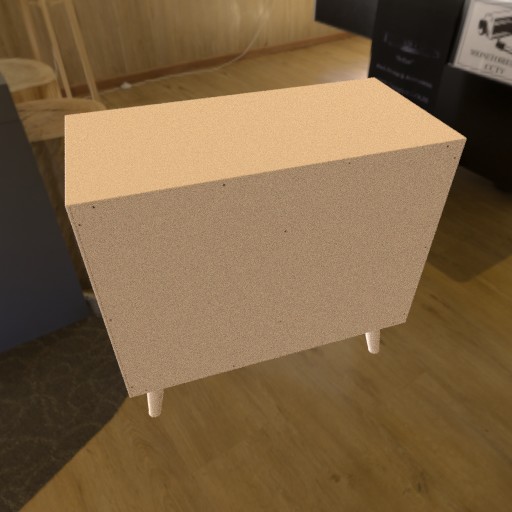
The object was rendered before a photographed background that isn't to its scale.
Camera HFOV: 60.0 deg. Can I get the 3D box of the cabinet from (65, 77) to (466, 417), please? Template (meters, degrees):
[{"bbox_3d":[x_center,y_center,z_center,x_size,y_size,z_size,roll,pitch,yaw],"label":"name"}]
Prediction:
[{"bbox_3d":[0.000,0.000,1.225,0.800,0.761,0.398,-12,42,-14],"label":"cabinet"}]
